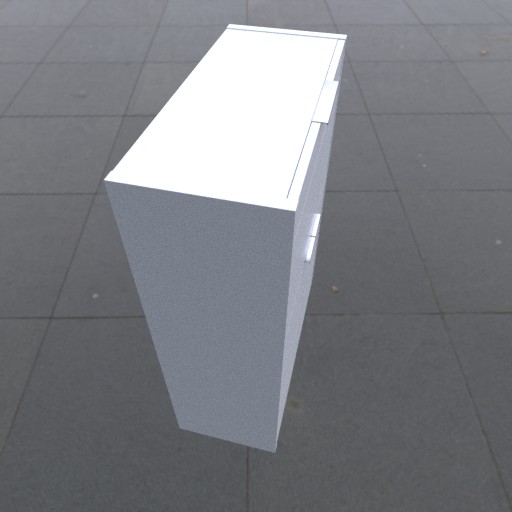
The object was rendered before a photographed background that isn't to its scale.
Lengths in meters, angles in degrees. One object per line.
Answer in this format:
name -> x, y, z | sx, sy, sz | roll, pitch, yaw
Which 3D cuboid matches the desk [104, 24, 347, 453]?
desk -> 0.000, 0.000, 1.535 | 0.390, 1.190, 0.850 | 10, 47, 10
